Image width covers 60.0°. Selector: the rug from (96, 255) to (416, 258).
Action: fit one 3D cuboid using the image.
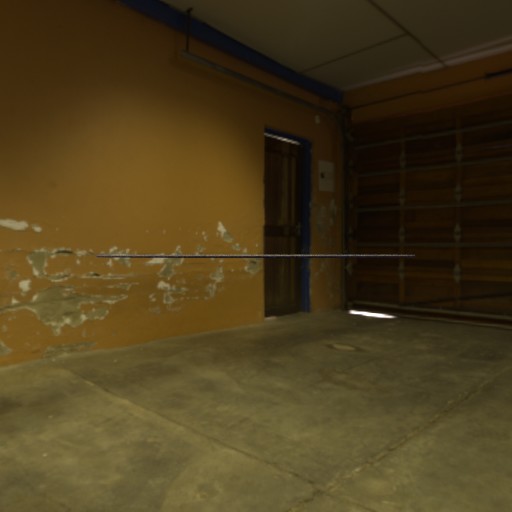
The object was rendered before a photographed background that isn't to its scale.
[{"bbox_3d":[0.000,0.000,2.349,1.591,0.010,1.591,0,0,0],"label":"rug"}]
